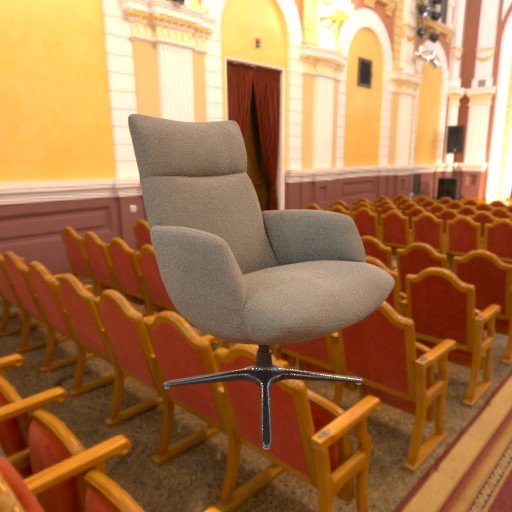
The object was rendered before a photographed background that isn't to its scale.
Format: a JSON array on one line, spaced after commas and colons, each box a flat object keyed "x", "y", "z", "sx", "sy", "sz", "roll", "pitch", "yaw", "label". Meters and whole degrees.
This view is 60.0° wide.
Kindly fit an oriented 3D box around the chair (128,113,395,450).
[{"x": 0.000, "y": 0.000, "z": 1.632, "sx": 0.889, "sy": 1.016, "sz": 0.711, "roll": 12, "pitch": 18, "yaw": 42, "label": "chair"}]
